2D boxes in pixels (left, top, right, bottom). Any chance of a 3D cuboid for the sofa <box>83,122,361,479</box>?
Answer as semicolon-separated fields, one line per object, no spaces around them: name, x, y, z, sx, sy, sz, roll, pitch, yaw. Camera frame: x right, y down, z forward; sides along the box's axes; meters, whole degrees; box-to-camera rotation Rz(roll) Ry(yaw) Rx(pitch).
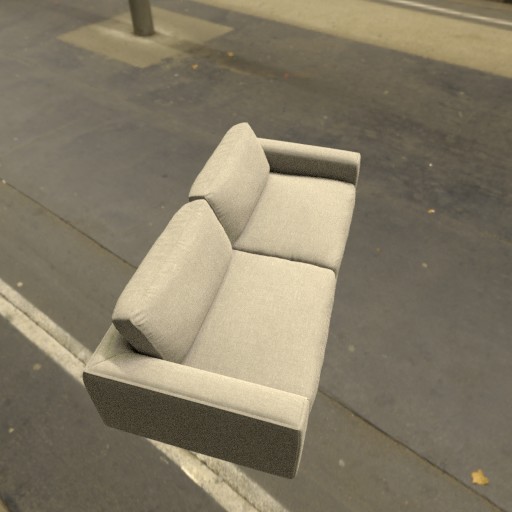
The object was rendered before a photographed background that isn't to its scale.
sofa;0.000;0.000;2.787;1.070;0.801;2.262;11;46;11
